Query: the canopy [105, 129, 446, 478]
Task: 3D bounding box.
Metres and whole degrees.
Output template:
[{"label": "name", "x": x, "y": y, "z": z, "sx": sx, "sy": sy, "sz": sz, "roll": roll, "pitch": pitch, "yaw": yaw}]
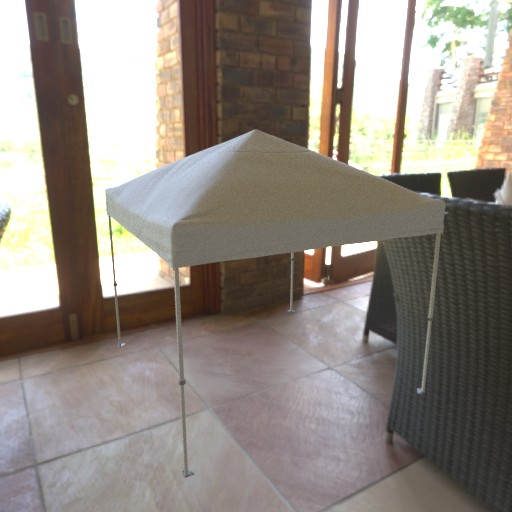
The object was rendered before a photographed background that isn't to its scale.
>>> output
[{"label": "canopy", "x": 0.000, "y": 0.000, "z": 5.458, "sx": 2.998, "sy": 2.997, "sz": 2.996, "roll": -8, "pitch": 16, "yaw": -27}]
